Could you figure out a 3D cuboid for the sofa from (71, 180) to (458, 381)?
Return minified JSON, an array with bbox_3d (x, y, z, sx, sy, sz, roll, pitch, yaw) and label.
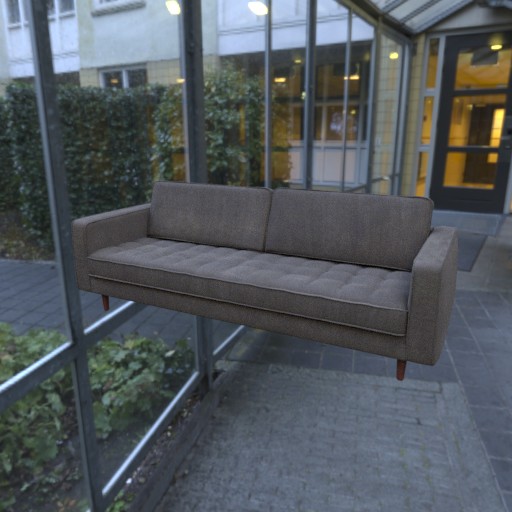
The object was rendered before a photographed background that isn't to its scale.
[{"bbox_3d":[0.000,0.000,2.781,2.295,0.813,0.923,8,17,26],"label":"sofa"}]
